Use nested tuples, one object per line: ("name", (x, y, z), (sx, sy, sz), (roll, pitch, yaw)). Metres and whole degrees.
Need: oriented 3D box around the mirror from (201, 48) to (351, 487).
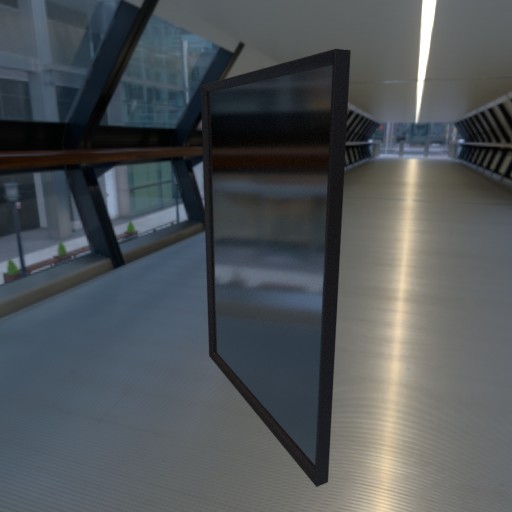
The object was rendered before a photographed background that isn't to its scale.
("mirror", (0.000, 0.000, 1.319), (0.041, 1.016, 0.762), (-8, 17, -25))
